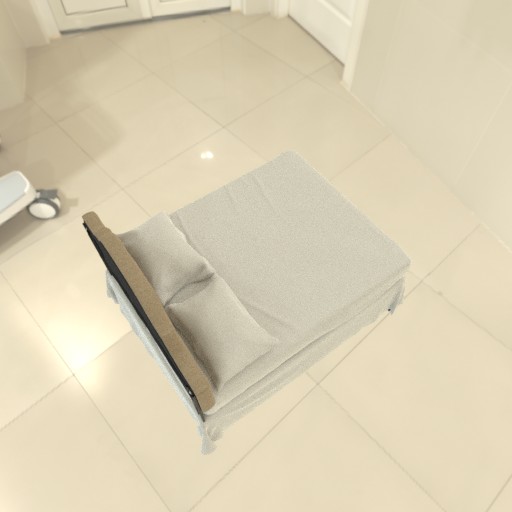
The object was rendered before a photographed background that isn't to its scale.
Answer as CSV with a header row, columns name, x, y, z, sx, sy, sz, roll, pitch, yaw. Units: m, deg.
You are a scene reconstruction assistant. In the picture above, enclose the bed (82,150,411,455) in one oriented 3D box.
name,x,y,z,sx,sy,sz,roll,pitch,yaw
bed,0.000,0.000,3.490,2.222,1.634,1.780,-31,63,-18
